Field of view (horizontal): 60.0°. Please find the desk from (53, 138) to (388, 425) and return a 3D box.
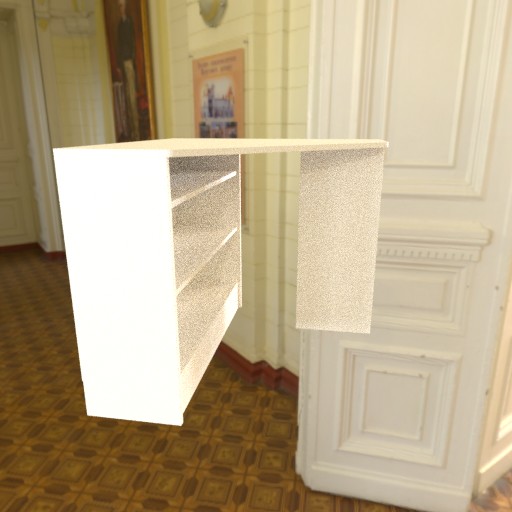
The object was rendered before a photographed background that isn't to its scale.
[{"bbox_3d":[0.000,0.000,1.653,0.926,0.818,0.940,3,17,9],"label":"desk"}]
